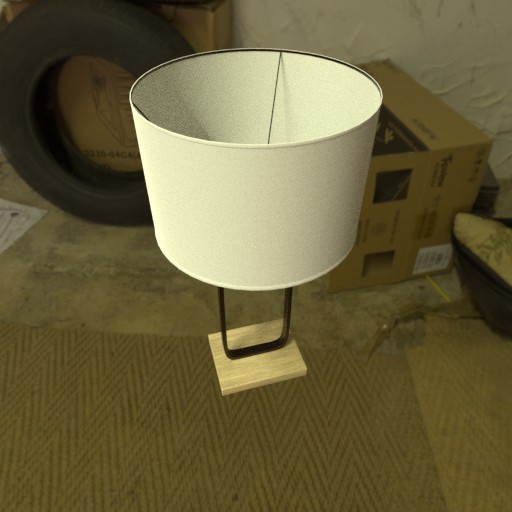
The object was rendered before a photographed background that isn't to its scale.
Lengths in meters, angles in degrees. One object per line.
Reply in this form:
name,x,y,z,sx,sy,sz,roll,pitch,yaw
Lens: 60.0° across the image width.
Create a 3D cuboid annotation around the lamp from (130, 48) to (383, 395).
lamp,0.000,0.000,0.666,0.279,0.508,0.279,-11,42,-12
